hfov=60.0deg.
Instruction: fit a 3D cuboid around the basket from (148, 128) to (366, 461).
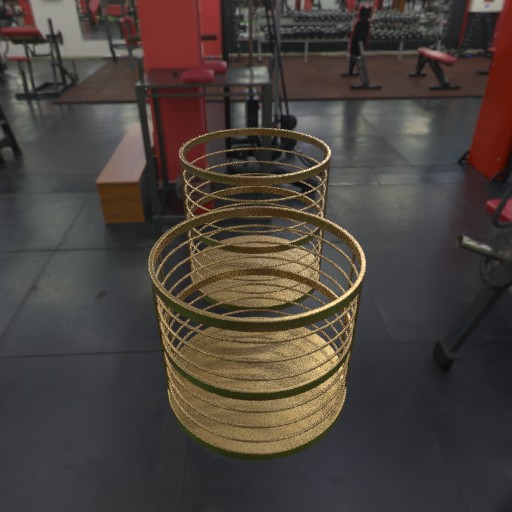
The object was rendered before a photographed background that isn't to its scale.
[{"bbox_3d":[0.000,0.000,0.971,0.356,0.351,0.746,0,32,0],"label":"basket"}]
